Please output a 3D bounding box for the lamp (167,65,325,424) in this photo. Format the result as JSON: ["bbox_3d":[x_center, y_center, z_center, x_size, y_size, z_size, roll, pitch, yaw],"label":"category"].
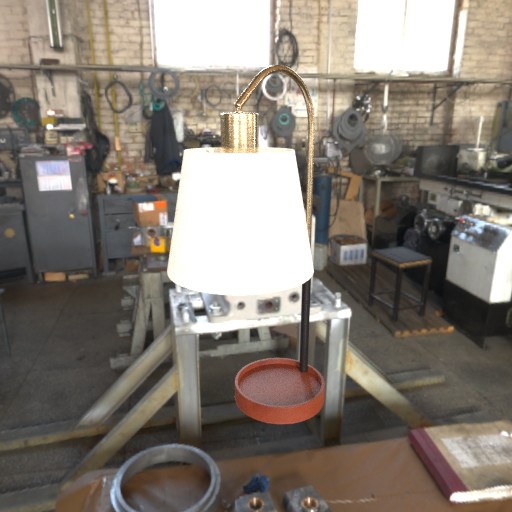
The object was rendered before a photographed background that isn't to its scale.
[{"bbox_3d":[0.000,0.000,0.663,0.211,0.536,0.273,16,23,42],"label":"lamp"}]
